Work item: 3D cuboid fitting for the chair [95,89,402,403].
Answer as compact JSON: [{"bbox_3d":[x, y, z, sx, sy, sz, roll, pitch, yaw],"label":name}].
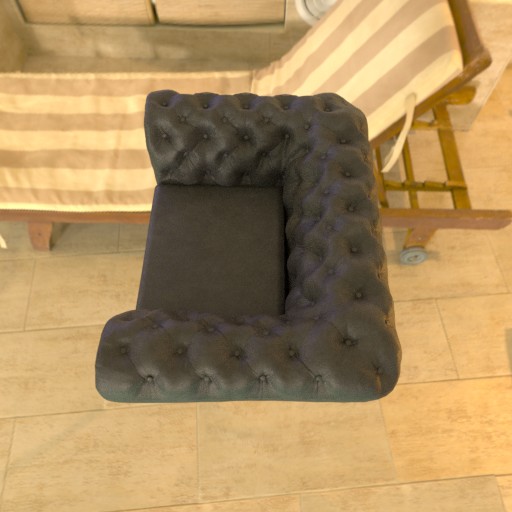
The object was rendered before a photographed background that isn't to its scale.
[{"bbox_3d":[0.000,0.000,1.872,0.943,0.780,1.298,1,61,0],"label":"chair"}]
